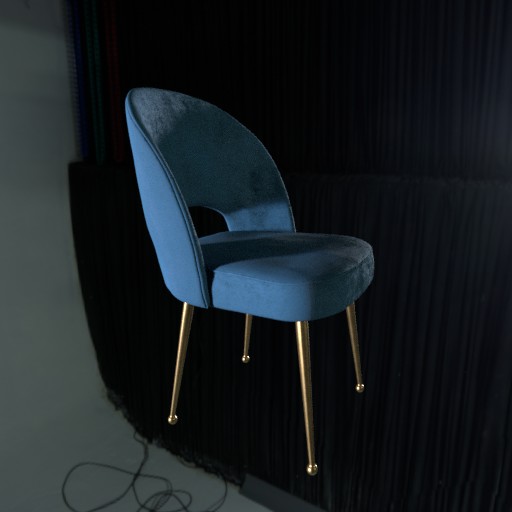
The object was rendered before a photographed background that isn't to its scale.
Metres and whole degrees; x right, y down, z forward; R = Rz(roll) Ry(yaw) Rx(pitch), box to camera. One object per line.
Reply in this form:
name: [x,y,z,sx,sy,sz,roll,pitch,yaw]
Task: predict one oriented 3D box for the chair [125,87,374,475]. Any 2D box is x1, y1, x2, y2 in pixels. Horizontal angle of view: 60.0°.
chair: [0.000,0.000,1.173,0.577,0.860,0.527,7,16,27]
